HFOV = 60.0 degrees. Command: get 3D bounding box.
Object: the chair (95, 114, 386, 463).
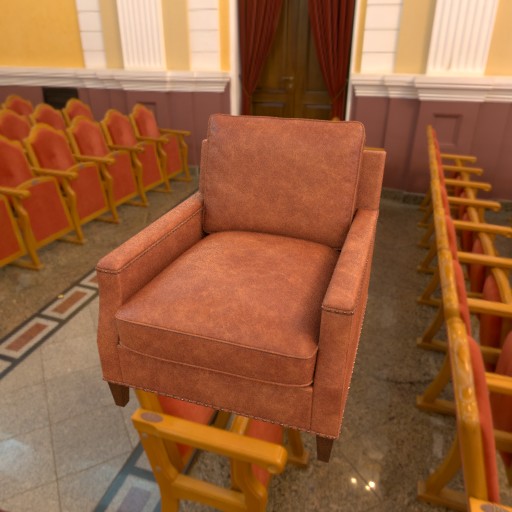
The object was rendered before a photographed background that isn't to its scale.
[{"bbox_3d":[0.000,0.000,1.729,0.853,0.943,1.014,8,27,17],"label":"chair"}]
